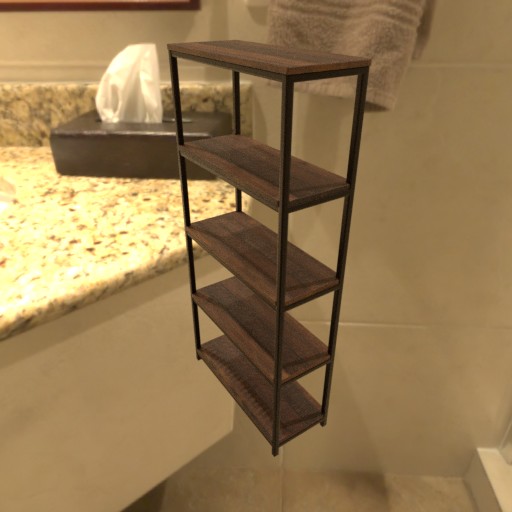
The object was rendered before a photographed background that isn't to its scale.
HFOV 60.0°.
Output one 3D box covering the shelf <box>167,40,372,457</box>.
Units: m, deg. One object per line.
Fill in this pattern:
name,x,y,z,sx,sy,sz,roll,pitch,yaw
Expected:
shelf,0.000,0.000,2.199,0.359,1.860,0.874,-19,35,-29
